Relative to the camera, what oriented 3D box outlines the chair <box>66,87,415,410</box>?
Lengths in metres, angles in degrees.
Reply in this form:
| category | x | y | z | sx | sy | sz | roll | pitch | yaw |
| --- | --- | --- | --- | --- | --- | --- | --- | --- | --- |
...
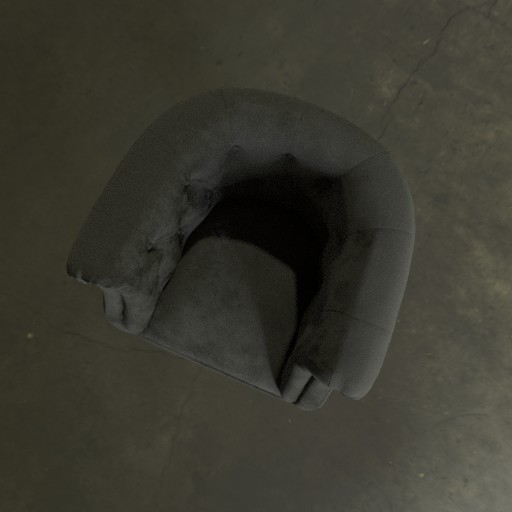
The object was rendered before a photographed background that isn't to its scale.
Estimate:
| category | x | y | z | sx | sy | sz | roll | pitch | yaw |
| --- | --- | --- | --- | --- | --- | --- | --- | --- | --- |
| chair | 0.000 | 0.000 | 1.573 | 0.904 | 0.826 | 0.851 | 22 | 77 | 5 |
